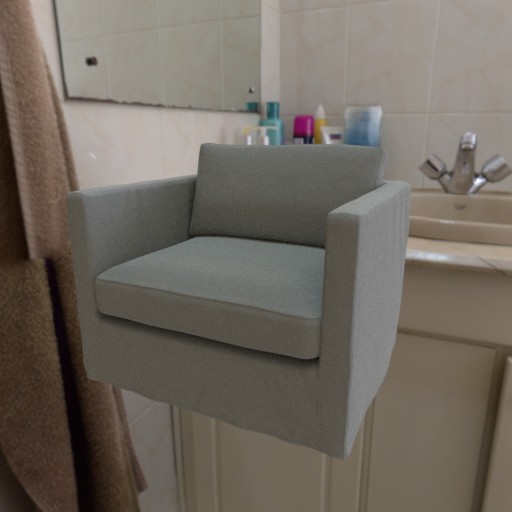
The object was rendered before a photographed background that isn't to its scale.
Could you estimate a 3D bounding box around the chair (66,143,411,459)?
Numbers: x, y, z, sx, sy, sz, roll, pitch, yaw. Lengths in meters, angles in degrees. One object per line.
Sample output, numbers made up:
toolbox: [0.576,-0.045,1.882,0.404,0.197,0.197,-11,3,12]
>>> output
chair: [0.000,0.000,1.766,1.057,0.863,0.949,7,17,25]
